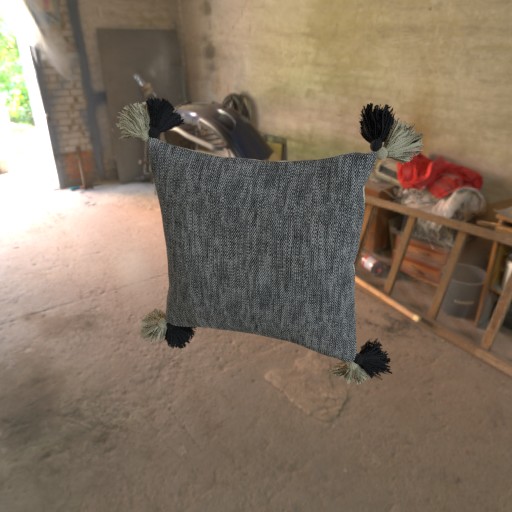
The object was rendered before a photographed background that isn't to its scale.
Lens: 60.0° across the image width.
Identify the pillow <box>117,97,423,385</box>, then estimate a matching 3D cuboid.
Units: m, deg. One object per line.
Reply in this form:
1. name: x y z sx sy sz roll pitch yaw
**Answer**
1. pillow: 0.000 0.000 0.980 0.654 0.659 0.170 8 28 15
